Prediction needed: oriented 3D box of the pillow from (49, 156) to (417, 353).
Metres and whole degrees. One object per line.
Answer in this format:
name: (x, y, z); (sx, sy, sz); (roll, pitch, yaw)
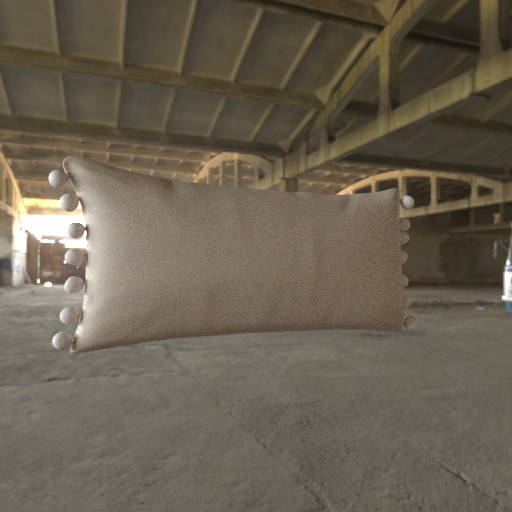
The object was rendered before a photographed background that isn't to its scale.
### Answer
pillow: (0.000, 0.000, 0.833); (0.709, 0.322, 0.201); (0, -1, -20)
